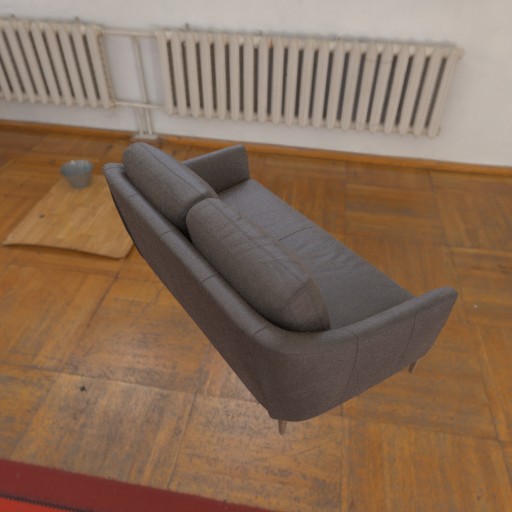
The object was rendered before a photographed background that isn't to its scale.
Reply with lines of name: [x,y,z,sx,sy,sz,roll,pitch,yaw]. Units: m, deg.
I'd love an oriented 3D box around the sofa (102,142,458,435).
sofa: [0.000,0.000,2.207,0.960,0.902,1.619,-25,46,-26]
